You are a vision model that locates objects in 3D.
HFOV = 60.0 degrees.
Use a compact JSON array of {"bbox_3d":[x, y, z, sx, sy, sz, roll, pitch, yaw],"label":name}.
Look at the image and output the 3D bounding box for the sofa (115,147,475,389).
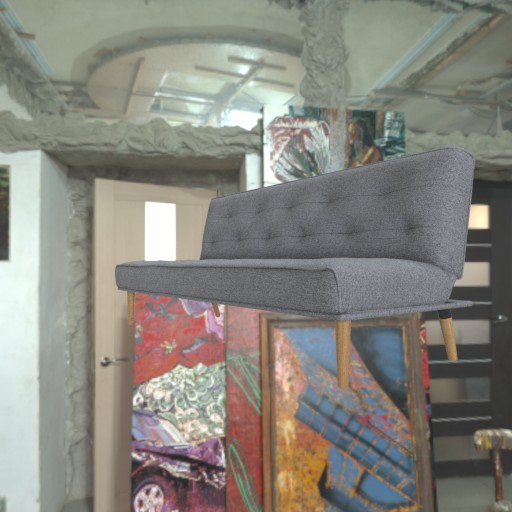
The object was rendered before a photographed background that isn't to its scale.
[{"bbox_3d":[0.000,0.000,2.219,0.810,0.830,1.820,1,-1,-37],"label":"sofa"}]
